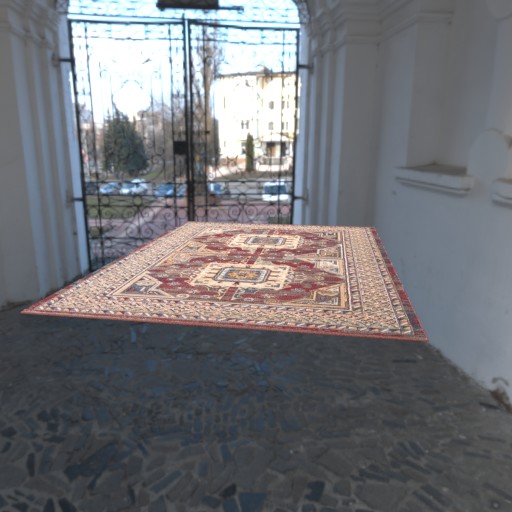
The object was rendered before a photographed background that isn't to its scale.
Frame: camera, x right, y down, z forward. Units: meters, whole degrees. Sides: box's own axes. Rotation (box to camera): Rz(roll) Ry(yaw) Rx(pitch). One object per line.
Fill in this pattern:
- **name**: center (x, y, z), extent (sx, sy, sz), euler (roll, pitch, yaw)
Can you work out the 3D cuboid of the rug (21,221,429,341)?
- **rug**: center (0.000, 0.000, 4.046), extent (2.381, 0.013, 3.197), euler (2, 15, 9)
